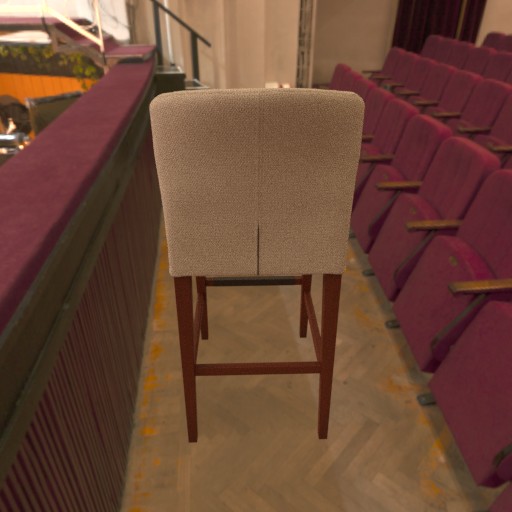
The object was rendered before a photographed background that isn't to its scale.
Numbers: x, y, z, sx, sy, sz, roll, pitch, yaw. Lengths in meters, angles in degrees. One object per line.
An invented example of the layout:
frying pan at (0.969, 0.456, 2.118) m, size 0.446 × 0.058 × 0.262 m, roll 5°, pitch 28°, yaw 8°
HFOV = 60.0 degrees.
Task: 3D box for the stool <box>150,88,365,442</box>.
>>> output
stool at (0.000, 0.000, 1.361) m, size 0.481 × 1.069 × 0.568 m, roll -1°, pitch 31°, yaw -1°
